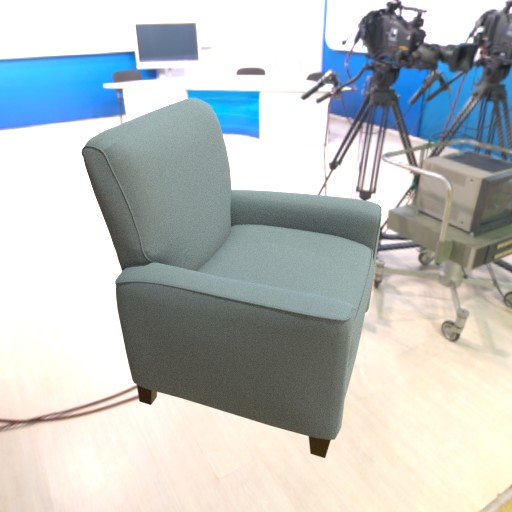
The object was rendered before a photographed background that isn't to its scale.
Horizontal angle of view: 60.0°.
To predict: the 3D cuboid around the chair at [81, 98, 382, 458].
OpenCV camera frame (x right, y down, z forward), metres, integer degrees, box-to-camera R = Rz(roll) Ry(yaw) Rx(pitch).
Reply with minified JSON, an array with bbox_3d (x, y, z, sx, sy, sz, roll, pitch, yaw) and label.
[{"bbox_3d":[0.000,0.000,1.648,0.846,1.007,0.853,10,32,17],"label":"chair"}]
